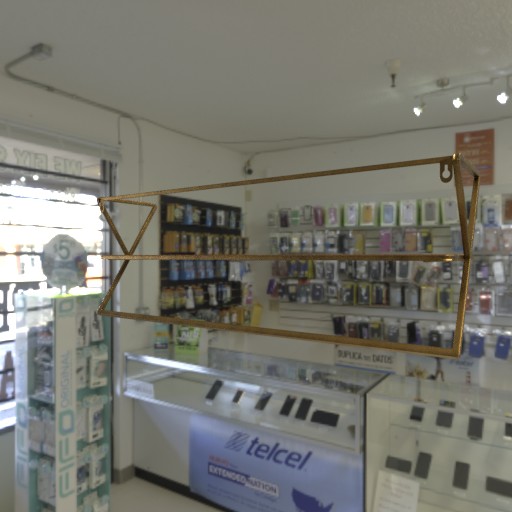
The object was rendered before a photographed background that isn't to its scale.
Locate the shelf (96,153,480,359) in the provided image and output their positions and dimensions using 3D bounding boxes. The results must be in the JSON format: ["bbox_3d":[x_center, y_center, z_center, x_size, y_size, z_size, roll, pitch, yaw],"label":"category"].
[{"bbox_3d":[0.000,0.000,0.730,0.645,0.229,0.150,0,0,35],"label":"shelf"}]
